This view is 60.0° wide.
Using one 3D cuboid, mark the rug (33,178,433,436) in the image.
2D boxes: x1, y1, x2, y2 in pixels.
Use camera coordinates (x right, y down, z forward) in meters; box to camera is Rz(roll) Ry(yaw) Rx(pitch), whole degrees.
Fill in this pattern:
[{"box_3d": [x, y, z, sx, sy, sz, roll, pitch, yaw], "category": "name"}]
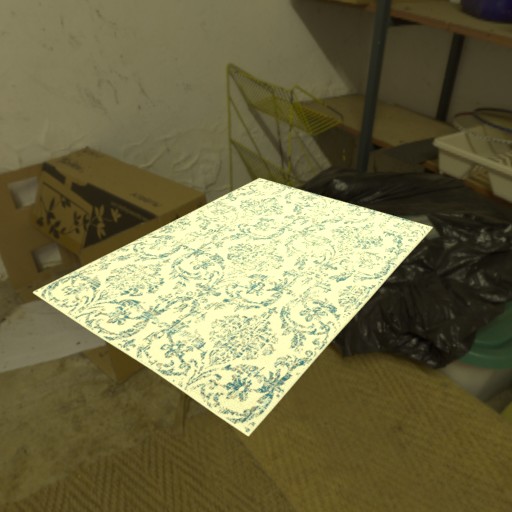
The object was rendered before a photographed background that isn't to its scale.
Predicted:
[{"box_3d": [0.000, 0.000, 2.905, 1.586, 0.014, 2.197, 22, 38, 31], "category": "rug"}]
